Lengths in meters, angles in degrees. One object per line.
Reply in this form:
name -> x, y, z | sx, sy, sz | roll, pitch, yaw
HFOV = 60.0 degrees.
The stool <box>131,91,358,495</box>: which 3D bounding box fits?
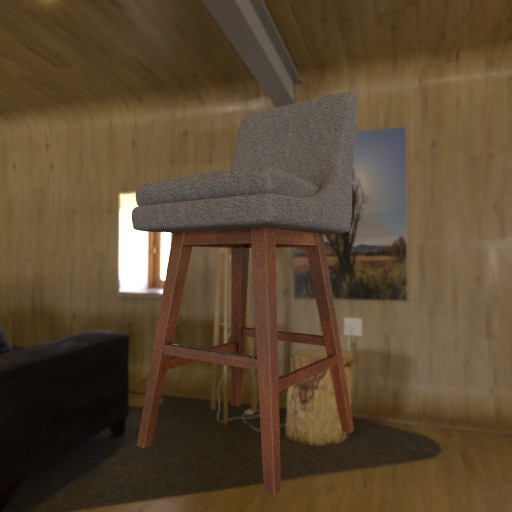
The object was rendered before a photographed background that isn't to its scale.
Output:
stool -> 0.000, 0.000, 1.337 | 0.489, 1.068, 0.572 | 0, -1, 35
